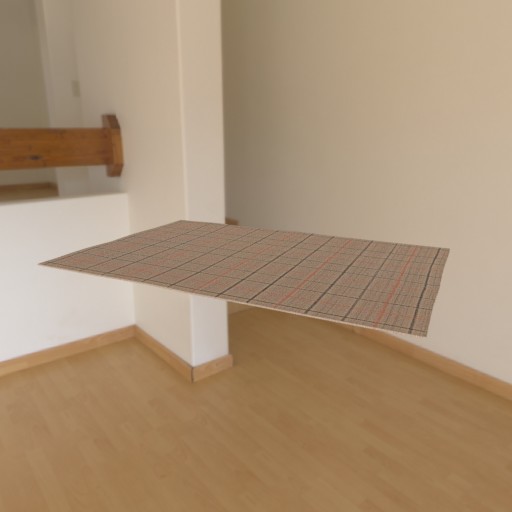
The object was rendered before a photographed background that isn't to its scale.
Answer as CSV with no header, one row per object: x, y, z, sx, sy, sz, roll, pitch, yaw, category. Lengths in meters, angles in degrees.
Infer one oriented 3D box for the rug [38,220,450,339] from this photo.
0.000,0.000,2.348,1.829,0.013,1.220,8,18,25,rug
